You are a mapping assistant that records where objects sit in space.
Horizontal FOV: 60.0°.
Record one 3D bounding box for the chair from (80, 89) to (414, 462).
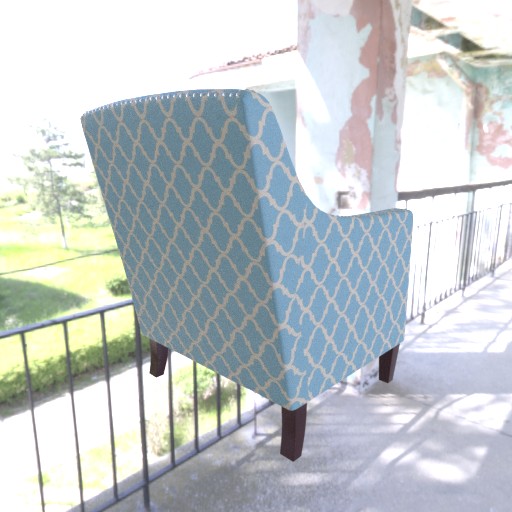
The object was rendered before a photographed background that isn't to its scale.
[{"bbox_3d":[0.000,0.000,1.263,0.617,0.817,0.686,13,18,43],"label":"chair"}]
